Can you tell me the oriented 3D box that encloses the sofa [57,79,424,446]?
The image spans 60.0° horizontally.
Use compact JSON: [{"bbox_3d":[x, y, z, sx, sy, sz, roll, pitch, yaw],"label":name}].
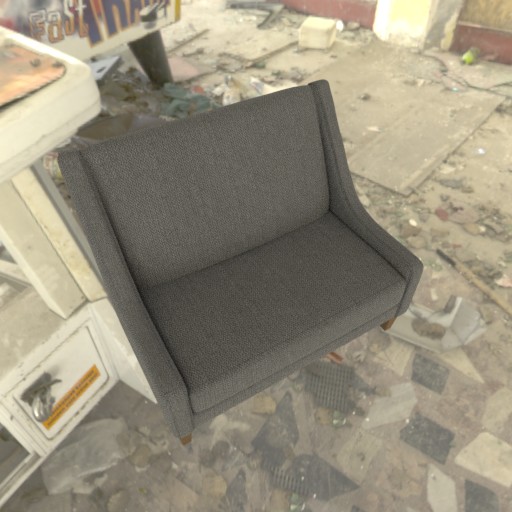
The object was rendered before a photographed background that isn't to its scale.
[{"bbox_3d":[0.000,0.000,1.942,1.242,1.022,0.873,-23,50,-21],"label":"sofa"}]
